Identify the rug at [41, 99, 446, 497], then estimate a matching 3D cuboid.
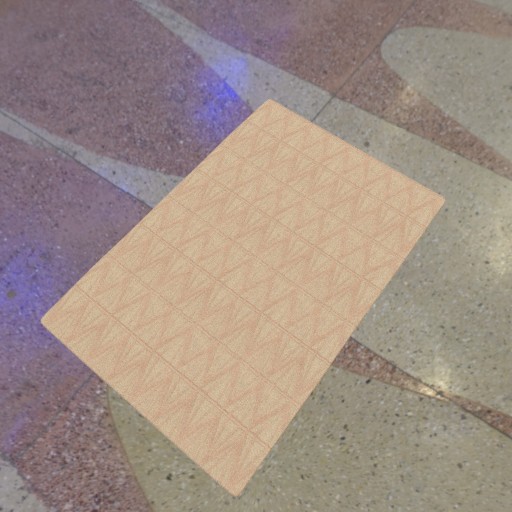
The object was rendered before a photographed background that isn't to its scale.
[{"bbox_3d":[0.000,0.000,2.969,1.609,0.015,2.390,35,69,16],"label":"rug"}]
